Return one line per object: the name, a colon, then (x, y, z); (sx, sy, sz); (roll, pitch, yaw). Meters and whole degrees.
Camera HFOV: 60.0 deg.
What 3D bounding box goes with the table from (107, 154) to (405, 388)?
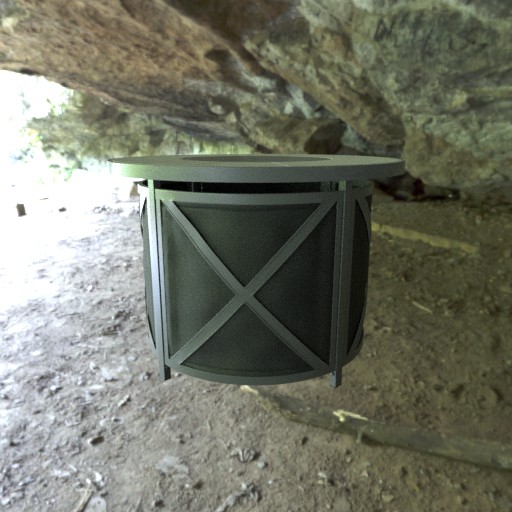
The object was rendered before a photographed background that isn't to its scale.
table: (0.000, 0.000, 1.510); (0.914, 0.650, 0.914); (0, 15, 0)
